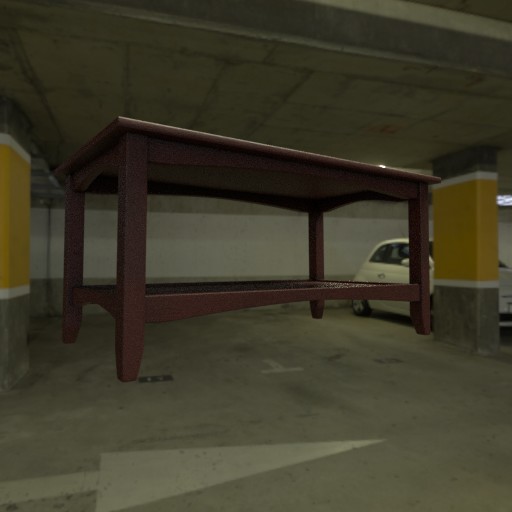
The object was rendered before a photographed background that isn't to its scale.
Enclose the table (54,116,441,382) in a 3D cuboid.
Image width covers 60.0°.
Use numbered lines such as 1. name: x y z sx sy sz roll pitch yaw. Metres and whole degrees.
1. table: 0.000 0.000 1.230 0.943 0.456 0.533 1 -1 -35
